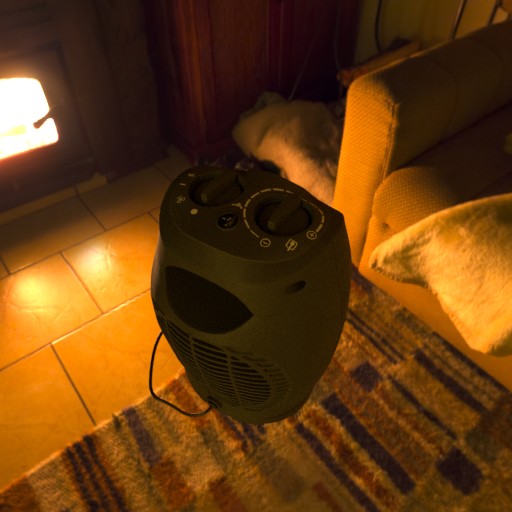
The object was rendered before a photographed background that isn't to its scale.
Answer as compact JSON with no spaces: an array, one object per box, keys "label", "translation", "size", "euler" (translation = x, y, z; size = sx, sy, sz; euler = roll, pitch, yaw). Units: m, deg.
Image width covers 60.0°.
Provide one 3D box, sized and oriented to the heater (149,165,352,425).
[{"label":"heater","translation":[0.000,0.000,0.475],"size":[0.239,0.255,0.291],"euler":[24,50,21]}]
